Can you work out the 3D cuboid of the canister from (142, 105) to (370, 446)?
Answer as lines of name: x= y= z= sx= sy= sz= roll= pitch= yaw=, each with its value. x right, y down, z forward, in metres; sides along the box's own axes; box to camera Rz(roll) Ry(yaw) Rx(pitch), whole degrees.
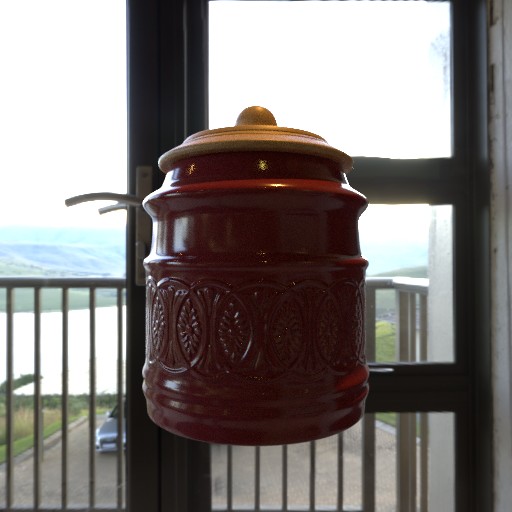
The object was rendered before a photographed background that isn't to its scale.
canister: x=0.000 y=0.000 z=0.262 sx=0.130 sy=0.176 sz=0.130 roll=0 pitch=-1 yaw=0
